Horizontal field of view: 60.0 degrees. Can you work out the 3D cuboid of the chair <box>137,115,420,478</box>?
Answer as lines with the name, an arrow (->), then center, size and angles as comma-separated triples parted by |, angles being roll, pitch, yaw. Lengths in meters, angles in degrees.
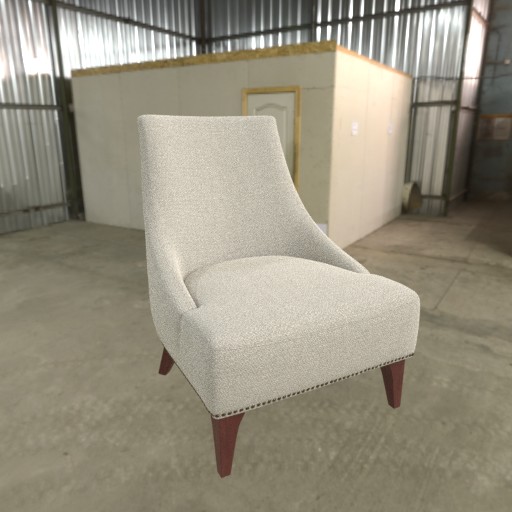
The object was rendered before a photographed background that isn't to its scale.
chair -> 0.000, 0.000, 1.487 | 0.701, 0.909, 0.861 | -9, 19, -27
